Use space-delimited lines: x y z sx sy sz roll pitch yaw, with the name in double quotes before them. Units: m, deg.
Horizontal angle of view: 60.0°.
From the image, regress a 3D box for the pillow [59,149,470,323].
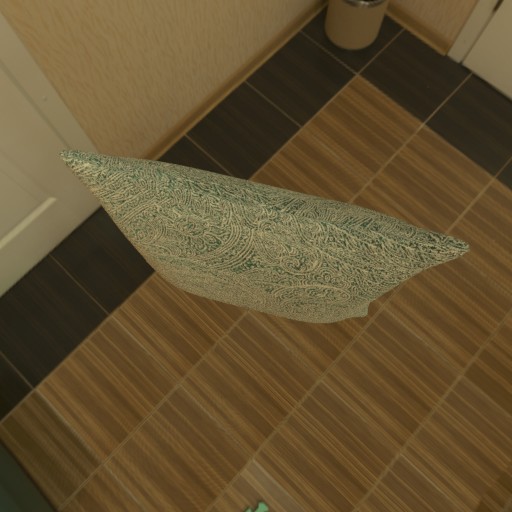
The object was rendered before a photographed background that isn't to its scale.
"pillow" 0.000 0.000 0.788 0.526 0.507 0.166 14 75 4
